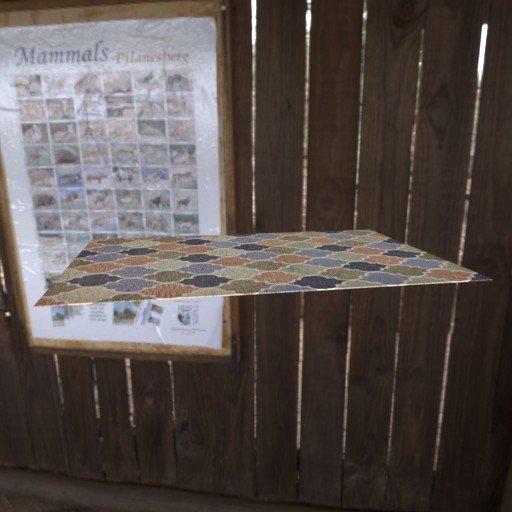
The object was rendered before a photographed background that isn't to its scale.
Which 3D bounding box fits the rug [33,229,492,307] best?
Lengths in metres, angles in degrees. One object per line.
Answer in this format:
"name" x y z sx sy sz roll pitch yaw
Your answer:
"rug" 0.000 0.000 2.888 2.284 0.006 1.521 -3 14 -10
